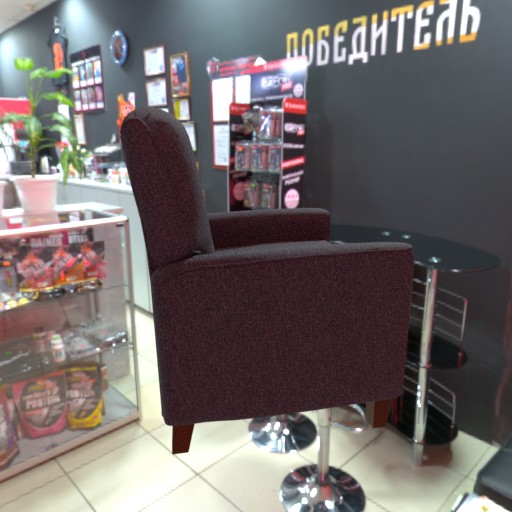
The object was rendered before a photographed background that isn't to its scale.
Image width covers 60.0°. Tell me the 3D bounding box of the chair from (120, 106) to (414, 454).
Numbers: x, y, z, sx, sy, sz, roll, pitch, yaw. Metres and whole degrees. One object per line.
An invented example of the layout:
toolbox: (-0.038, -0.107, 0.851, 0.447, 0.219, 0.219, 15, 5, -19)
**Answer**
chair: (0.000, 0.000, 1.622, 0.850, 1.016, 0.839, -3, 15, -11)
